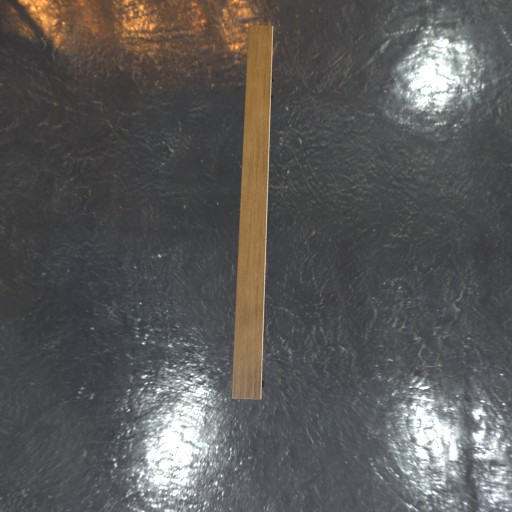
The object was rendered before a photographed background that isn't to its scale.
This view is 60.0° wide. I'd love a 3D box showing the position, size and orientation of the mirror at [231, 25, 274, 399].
[{"bbox_3d":[0.000,0.000,0.917,0.039,0.711,0.508,2,77,0],"label":"mirror"}]
